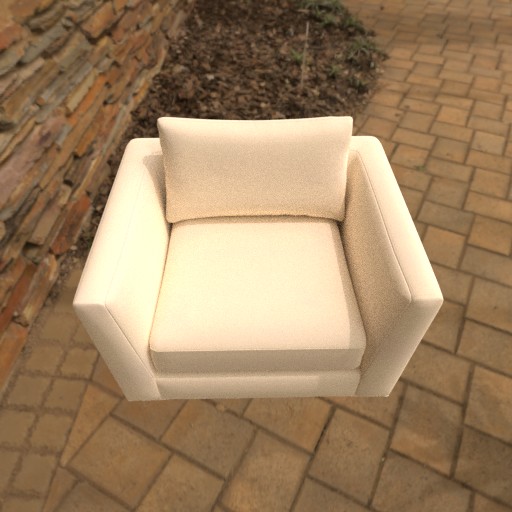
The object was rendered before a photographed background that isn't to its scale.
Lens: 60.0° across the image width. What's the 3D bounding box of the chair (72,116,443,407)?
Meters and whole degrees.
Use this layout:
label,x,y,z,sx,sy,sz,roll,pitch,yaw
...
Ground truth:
label,x,y,z,sx,sy,sz,roll,pitch,yaw
chair,0.000,0.000,1.697,1.041,0.865,0.889,-1,45,-1
